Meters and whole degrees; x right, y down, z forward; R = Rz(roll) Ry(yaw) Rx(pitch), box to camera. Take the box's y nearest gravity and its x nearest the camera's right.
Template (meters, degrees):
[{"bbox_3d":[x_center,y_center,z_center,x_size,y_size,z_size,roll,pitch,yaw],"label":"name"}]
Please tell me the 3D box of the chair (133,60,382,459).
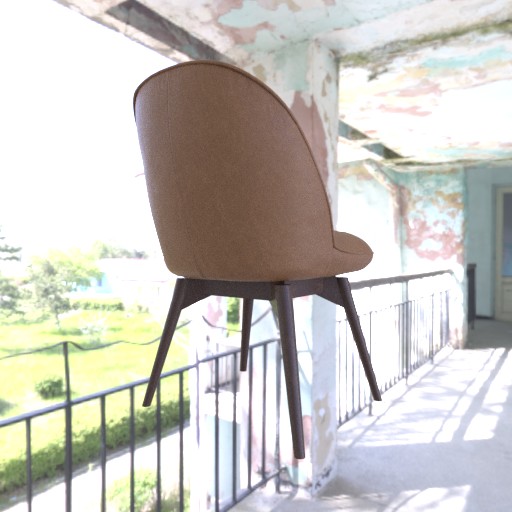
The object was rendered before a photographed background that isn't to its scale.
[{"bbox_3d":[0.000,0.000,1.213,0.521,0.831,0.631,1,2,37],"label":"chair"}]
